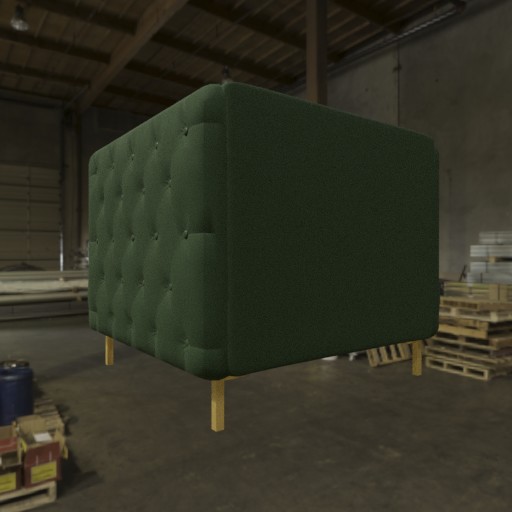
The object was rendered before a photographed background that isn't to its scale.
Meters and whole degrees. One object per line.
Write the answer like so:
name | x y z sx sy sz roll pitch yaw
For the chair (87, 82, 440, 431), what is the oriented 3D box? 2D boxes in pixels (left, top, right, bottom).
chair | 0.000 0.000 1.505 0.917 0.768 0.855 0 0 -37
